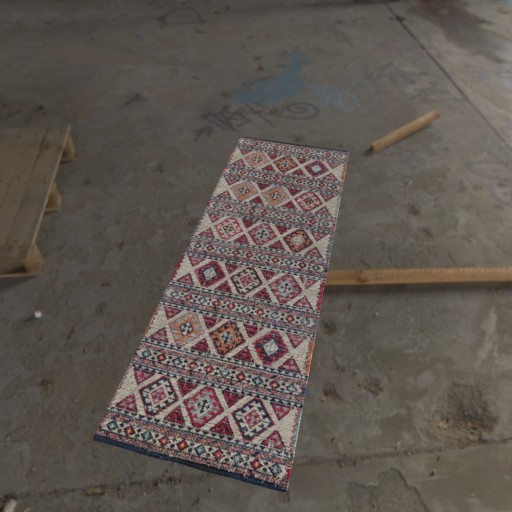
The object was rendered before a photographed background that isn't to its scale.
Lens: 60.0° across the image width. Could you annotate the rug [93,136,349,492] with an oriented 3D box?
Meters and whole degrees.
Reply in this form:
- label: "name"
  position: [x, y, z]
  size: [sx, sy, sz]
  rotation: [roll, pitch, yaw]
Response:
- label: "rug"
  position: [0.000, 0.000, 2.556]
  size: [0.832, 0.008, 2.362]
  rotation: [10, 48, 9]
